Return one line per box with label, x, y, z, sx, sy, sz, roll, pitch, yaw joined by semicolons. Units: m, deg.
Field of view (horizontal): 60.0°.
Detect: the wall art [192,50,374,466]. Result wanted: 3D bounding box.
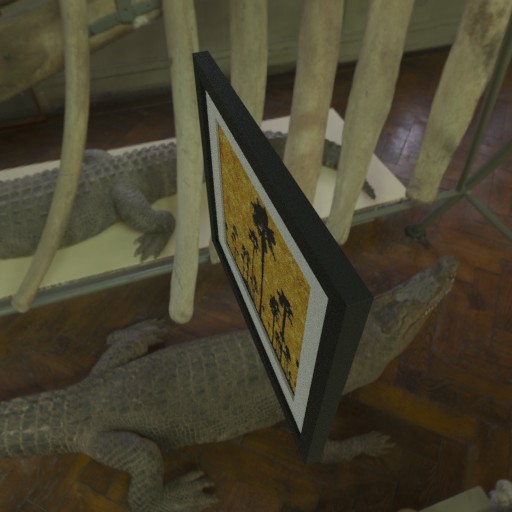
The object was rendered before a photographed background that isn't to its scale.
wall art;0.000;0.000;0.752;0.028;0.460;0.561;-15;50;-13
